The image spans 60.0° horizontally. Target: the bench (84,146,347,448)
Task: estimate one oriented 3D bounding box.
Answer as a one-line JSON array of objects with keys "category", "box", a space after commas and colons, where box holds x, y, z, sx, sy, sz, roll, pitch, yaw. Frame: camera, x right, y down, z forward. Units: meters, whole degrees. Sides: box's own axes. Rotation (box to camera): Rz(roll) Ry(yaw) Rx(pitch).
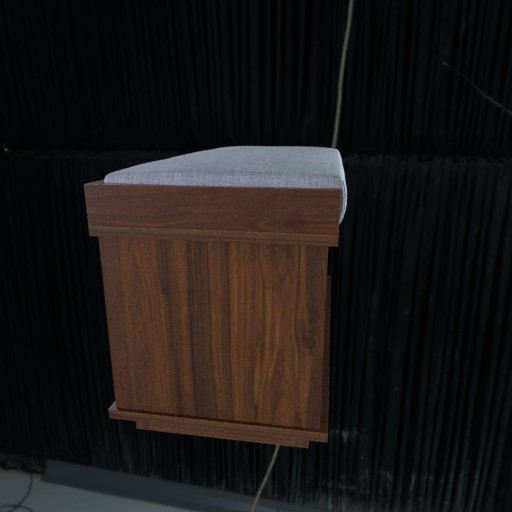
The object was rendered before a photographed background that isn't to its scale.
[{"category": "bench", "box": [0.000, 0.000, 0.990, 0.362, 0.461, 0.734, 3, 17, 9]}]
